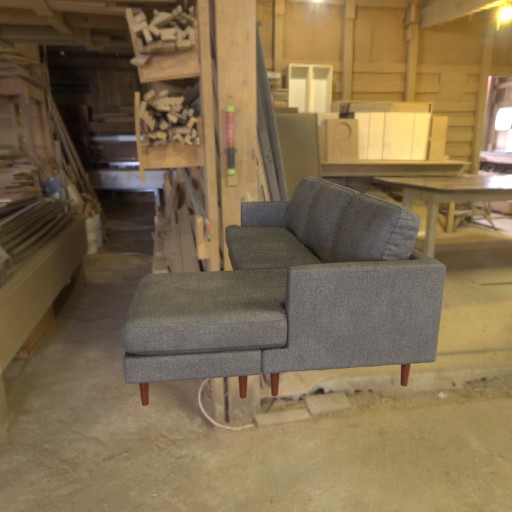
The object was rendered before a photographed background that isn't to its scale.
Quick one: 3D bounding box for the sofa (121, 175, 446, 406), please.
[{"bbox_3d":[0.000,0.000,3.084,1.504,0.956,2.233,-2,15,-7],"label":"sofa"}]
